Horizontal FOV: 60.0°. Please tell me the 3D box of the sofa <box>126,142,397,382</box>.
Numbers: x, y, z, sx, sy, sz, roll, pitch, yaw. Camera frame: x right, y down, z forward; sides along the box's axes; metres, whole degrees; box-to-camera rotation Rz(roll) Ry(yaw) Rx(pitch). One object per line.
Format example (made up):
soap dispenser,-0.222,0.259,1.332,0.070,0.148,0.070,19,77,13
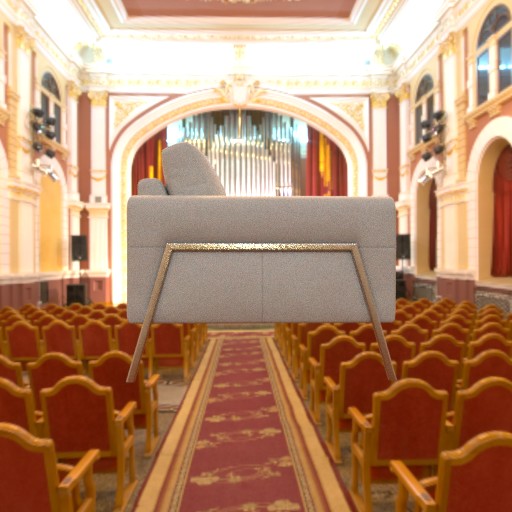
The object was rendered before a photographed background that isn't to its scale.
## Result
sofa,0.000,0.000,2.523,0.953,0.875,2.017,0,-1,-1
